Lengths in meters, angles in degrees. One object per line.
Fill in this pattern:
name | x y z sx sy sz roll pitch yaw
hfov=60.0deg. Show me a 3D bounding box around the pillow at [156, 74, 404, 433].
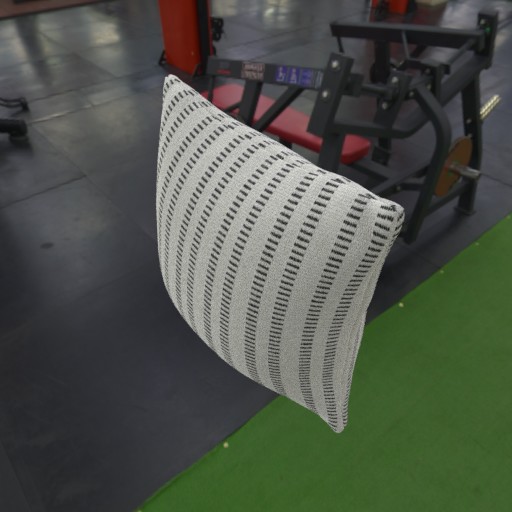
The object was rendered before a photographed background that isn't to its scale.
pillow | 0.000 0.000 0.668 0.247 0.419 0.438 -28 49 -27
